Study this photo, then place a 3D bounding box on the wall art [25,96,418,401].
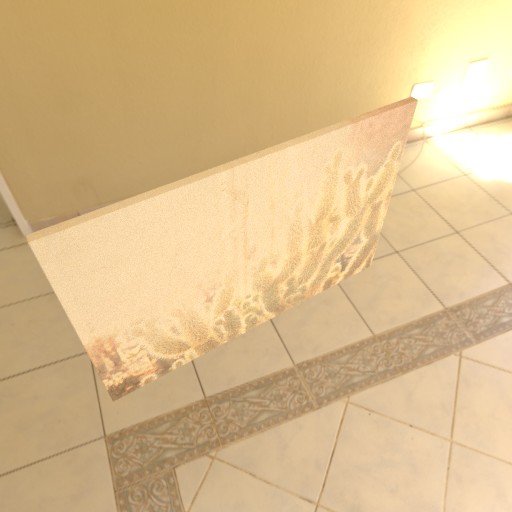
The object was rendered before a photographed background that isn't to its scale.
[{"bbox_3d":[0.000,0.000,1.893,1.525,1.012,0.038,-25,52,-21],"label":"wall art"}]
